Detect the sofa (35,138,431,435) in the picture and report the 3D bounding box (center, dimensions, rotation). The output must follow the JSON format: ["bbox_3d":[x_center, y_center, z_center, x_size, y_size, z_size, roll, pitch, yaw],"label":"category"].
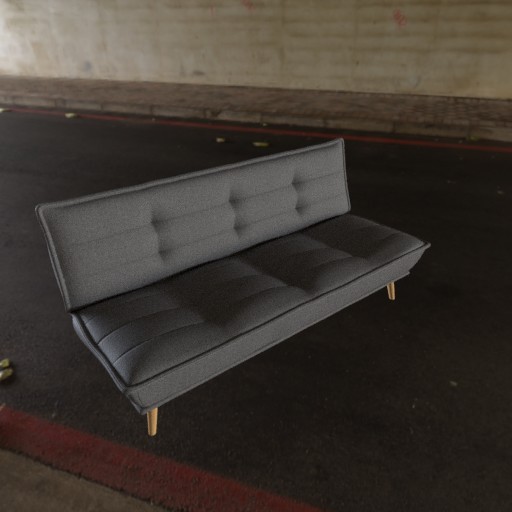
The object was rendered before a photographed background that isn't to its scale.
[{"bbox_3d":[0.000,0.000,2.417,1.940,0.890,0.950,-21,35,-33],"label":"sofa"}]
